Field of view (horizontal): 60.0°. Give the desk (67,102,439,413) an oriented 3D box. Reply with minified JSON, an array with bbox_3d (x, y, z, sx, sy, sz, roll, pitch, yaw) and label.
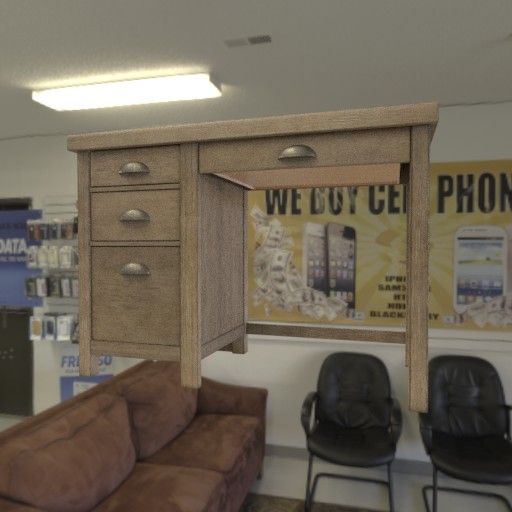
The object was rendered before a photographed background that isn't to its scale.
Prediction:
[{"bbox_3d":[0.000,0.000,1.761,1.289,0.912,0.610,0,1,18],"label":"desk"}]
